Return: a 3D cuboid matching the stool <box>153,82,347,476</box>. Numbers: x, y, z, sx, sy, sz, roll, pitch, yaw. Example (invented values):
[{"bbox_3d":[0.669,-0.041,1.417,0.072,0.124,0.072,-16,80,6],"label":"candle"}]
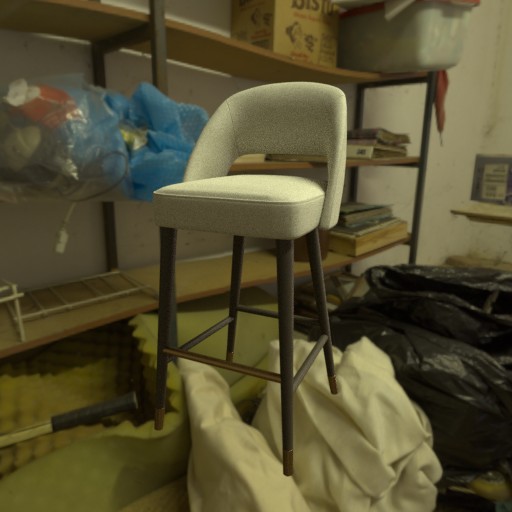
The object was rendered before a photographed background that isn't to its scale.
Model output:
[{"bbox_3d":[0.000,0.000,1.347,0.494,1.037,0.509,7,17,25],"label":"stool"}]
